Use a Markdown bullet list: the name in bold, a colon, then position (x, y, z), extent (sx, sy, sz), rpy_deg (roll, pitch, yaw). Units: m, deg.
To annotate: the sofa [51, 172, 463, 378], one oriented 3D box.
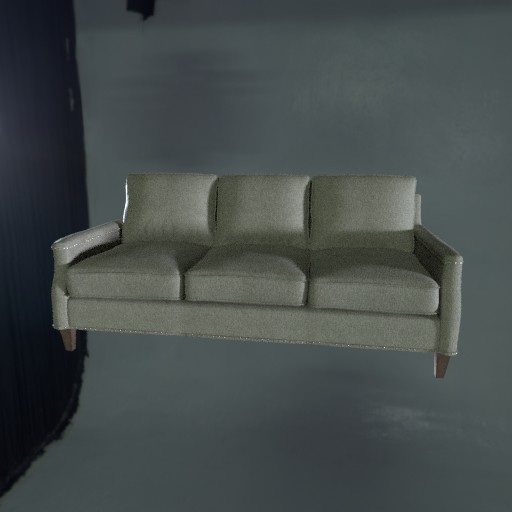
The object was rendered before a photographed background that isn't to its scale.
- **sofa**: position (0.000, 0.000, 2.836), extent (2.246, 1.003, 1.084), rpy_deg (2, 14, 9)
